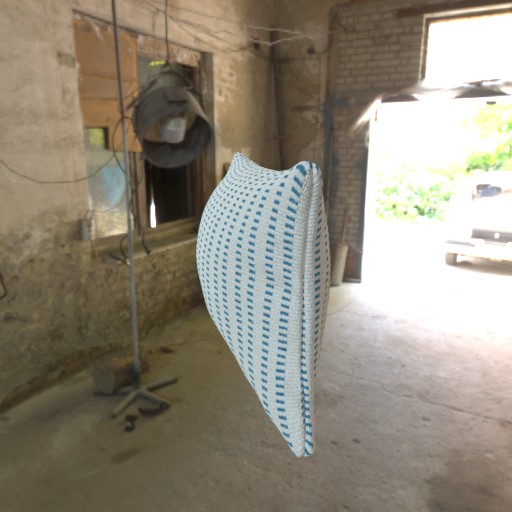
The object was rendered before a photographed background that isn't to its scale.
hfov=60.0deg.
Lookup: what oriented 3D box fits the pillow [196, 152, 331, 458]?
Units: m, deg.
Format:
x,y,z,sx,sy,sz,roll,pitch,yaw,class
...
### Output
x,y,z,sx,sy,sz,roll,pitch,yaw,class
0.000,0.000,0.791,0.210,0.353,0.640,-2,14,-9,pillow
